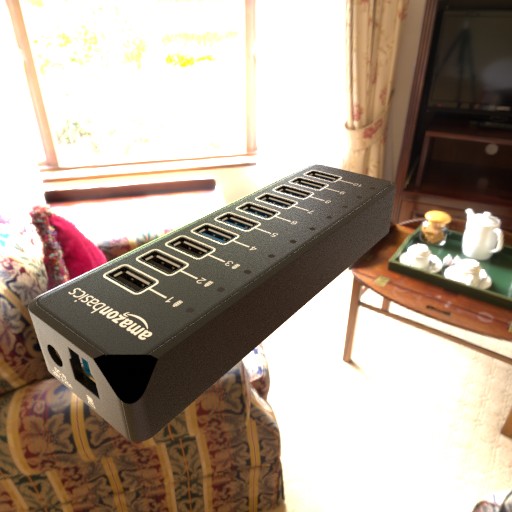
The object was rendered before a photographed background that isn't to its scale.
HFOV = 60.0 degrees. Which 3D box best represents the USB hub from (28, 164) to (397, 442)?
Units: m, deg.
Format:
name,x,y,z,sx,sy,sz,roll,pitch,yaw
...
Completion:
name,x,y,z,sx,sy,sz,roll,pitch,yaw
USB hub,0.000,0.000,0.160,0.044,0.023,0.145,22,37,32
